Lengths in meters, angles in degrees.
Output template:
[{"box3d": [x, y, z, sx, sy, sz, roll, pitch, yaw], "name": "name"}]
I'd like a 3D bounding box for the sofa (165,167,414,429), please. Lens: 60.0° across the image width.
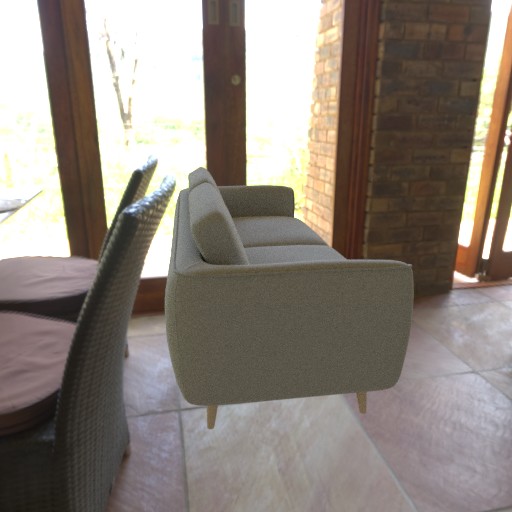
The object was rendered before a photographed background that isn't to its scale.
[{"box3d": [0.000, 0.000, 2.450, 0.920, 0.850, 2.000, -3, 17, -8], "name": "sofa"}]
